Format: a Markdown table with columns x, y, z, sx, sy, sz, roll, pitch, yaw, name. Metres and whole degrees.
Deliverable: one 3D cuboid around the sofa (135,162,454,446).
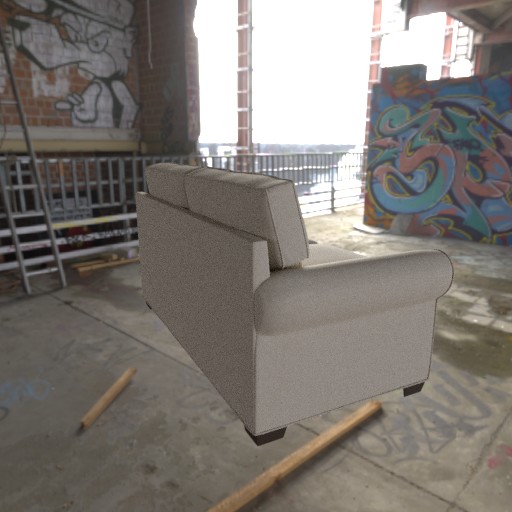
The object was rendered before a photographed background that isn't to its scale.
| x | y | z | sx | sy | sz | roll | pitch | yaw | name |
| --- | --- | --- | --- | --- | --- | --- | --- | --- | --- |
| 0.000 | 0.000 | 2.309 | 0.861 | 0.933 | 1.774 | -7 | 16 | -26 | sofa |
